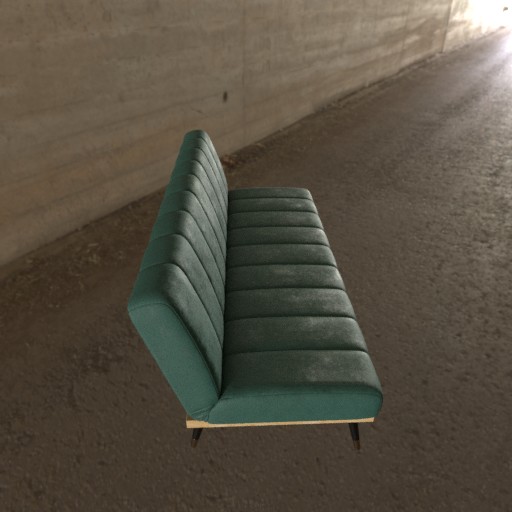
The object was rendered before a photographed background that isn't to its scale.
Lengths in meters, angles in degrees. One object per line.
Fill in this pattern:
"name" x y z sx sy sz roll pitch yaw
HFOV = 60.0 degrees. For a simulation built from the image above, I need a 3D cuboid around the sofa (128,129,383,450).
"sofa" 0.000 0.000 2.255 0.830 0.820 1.810 -1 31 -2
